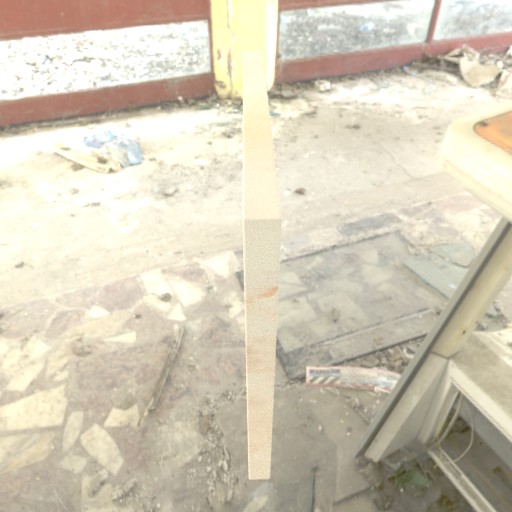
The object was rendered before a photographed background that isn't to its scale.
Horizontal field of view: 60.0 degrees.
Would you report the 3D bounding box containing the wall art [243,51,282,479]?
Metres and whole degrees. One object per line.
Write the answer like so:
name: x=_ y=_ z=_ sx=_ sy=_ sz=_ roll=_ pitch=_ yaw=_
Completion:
wall art: x=0.000 y=0.000 z=1.547 sx=0.071 sy=1.061 sz=1.061 roll=-1 pitch=40 yaw=-1
